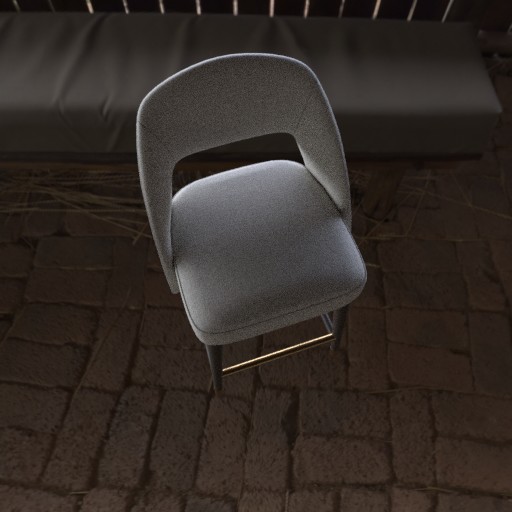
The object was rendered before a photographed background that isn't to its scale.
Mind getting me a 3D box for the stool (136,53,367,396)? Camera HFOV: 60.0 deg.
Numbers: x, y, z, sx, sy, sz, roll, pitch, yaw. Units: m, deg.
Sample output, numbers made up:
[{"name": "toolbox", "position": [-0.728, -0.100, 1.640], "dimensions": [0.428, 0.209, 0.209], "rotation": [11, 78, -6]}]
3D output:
[{"name": "stool", "position": [0.000, 0.000, 1.248], "dimensions": [0.494, 0.940, 0.509], "rotation": [-17, 65, -8]}]
